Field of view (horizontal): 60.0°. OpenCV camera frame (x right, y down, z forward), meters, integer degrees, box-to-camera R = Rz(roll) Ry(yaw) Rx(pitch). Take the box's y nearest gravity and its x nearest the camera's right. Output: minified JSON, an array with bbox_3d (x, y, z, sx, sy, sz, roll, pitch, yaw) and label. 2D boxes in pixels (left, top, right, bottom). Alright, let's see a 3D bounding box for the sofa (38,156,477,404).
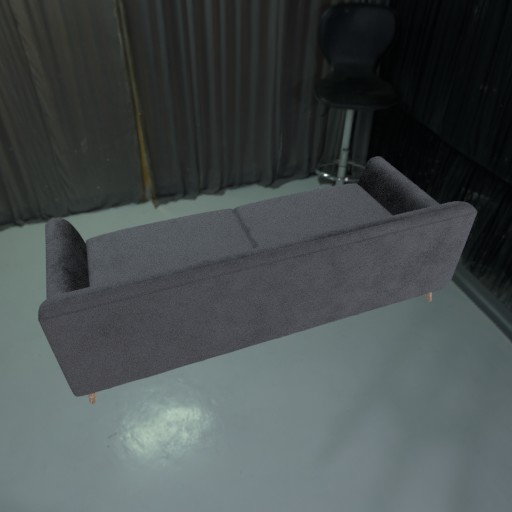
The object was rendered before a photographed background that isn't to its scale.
[{"bbox_3d":[0.000,0.000,2.584,2.190,0.740,0.900,-14,42,-16],"label":"sofa"}]
